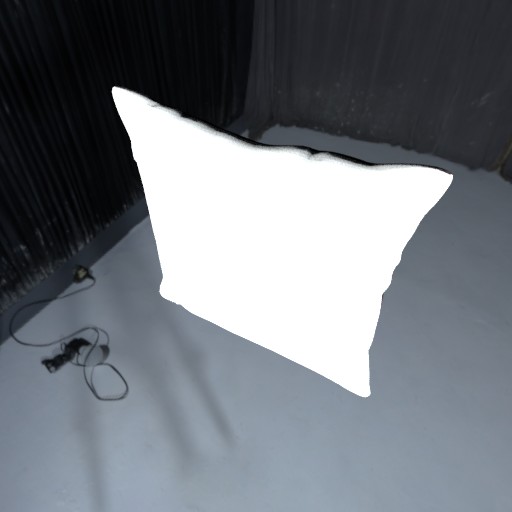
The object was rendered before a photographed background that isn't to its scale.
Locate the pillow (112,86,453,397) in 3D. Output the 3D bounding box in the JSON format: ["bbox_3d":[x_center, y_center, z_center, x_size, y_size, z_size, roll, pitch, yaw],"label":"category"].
[{"bbox_3d":[0.000,0.000,0.714,0.475,0.473,0.178,22,50,20],"label":"pillow"}]
